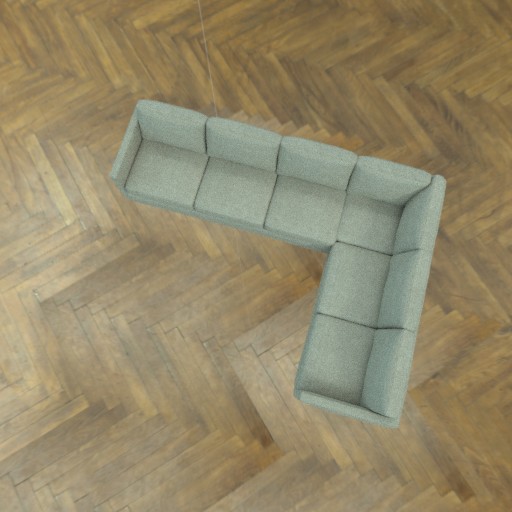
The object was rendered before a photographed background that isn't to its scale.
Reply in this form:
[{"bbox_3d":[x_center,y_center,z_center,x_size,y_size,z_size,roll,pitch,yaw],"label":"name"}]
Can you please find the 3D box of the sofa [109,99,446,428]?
[{"bbox_3d":[0.000,0.000,4.525,3.333,0.934,2.522,15,77,4],"label":"sofa"}]
